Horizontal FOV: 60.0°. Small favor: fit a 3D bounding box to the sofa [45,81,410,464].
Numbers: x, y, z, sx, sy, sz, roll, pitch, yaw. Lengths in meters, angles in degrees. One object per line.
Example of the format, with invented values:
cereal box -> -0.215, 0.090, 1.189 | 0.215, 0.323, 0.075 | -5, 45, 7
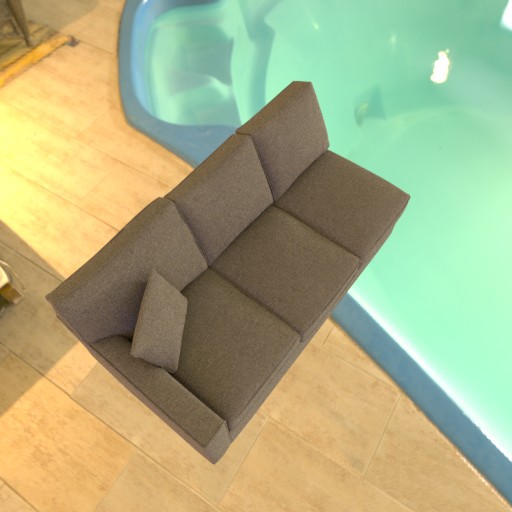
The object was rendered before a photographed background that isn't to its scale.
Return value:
sofa -> 0.000, 0.000, 2.581 | 1.034, 0.946, 1.963 | 34, 64, 19
